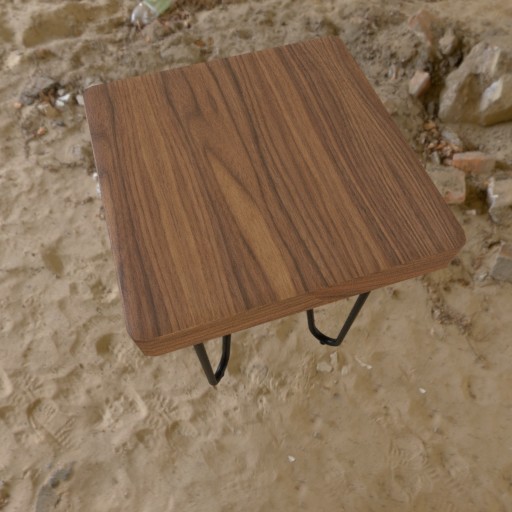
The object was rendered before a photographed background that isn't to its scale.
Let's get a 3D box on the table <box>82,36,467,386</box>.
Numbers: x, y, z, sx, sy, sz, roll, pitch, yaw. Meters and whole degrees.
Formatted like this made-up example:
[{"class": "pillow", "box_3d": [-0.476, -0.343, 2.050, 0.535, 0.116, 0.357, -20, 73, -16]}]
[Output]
[{"class": "table", "box_3d": [0.000, 0.000, 0.968, 0.479, 0.641, 0.480, -16, 63, -8]}]
